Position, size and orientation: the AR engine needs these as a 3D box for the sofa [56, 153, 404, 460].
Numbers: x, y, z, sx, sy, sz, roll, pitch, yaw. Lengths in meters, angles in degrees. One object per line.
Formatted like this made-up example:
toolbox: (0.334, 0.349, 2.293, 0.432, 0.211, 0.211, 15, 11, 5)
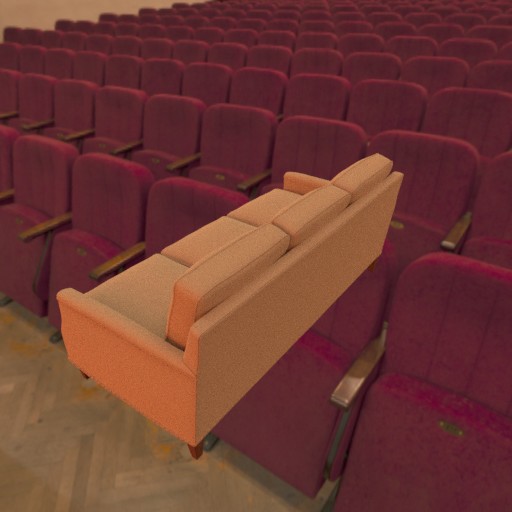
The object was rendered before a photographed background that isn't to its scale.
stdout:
sofa: (0.000, 0.000, 2.881, 1.084, 1.003, 2.246, 21, 37, 30)
